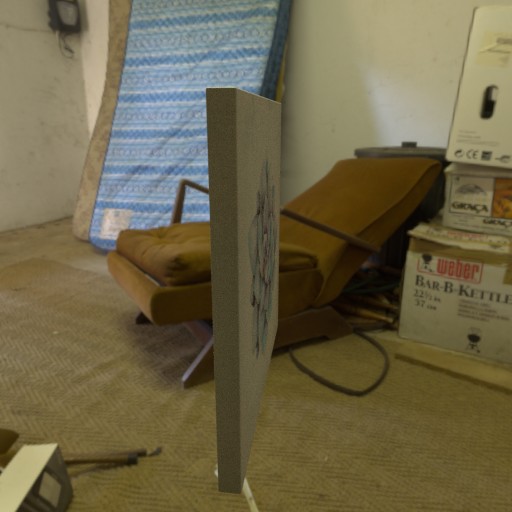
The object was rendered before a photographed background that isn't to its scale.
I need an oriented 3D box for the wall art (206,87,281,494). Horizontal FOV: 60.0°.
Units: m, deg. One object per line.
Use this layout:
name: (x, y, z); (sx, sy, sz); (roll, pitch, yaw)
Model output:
wall art: (0.000, 0.000, 0.911); (0.040, 0.612, 0.612); (2, 17, 8)
